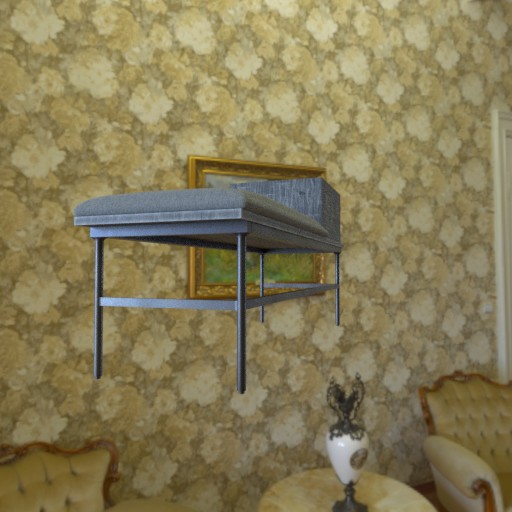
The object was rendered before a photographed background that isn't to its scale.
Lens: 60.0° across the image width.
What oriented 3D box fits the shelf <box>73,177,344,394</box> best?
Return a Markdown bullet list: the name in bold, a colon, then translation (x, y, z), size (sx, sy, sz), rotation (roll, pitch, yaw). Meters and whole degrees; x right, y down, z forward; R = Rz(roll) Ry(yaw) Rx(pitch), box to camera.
- **shelf**: translation (0.000, 0.000, 1.606), size (0.457, 0.633, 1.342), rotation (-1, -2, 20)
